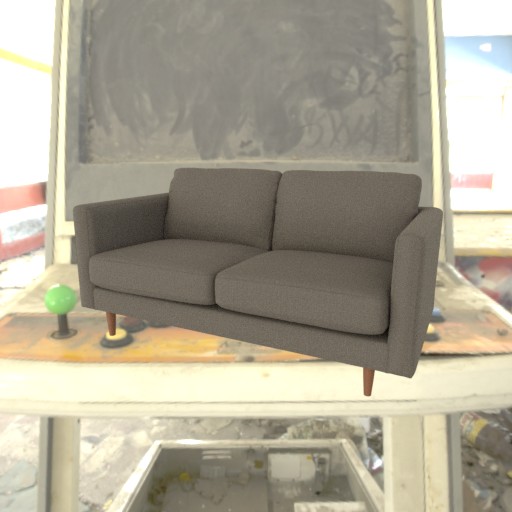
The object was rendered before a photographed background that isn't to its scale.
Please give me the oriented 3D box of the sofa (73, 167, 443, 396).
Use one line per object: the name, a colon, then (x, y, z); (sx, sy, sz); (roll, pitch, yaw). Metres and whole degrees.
sofa: (0.000, 0.000, 2.309); (1.713, 0.866, 0.940); (6, 15, 25)
